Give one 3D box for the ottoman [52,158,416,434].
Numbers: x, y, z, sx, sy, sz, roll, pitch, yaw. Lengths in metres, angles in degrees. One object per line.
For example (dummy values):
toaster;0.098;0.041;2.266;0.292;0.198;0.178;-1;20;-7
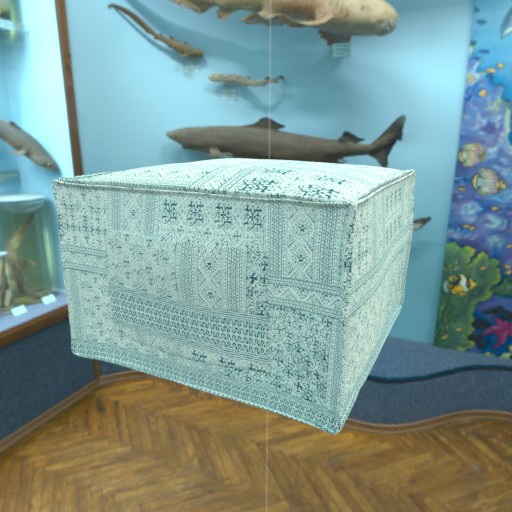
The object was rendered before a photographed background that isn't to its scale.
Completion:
ottoman;0.000;0.000;1.045;0.617;0.439;0.626;8;17;26
